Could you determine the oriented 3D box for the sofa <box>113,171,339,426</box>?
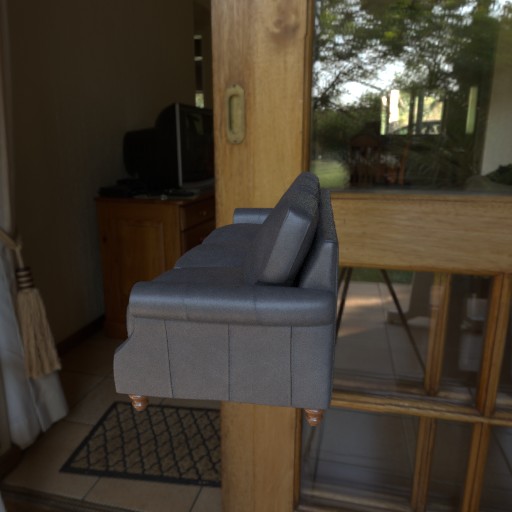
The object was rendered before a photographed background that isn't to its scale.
[{"bbox_3d":[0.000,0.000,2.877,0.974,0.977,2.387,2,14,8],"label":"sofa"}]
